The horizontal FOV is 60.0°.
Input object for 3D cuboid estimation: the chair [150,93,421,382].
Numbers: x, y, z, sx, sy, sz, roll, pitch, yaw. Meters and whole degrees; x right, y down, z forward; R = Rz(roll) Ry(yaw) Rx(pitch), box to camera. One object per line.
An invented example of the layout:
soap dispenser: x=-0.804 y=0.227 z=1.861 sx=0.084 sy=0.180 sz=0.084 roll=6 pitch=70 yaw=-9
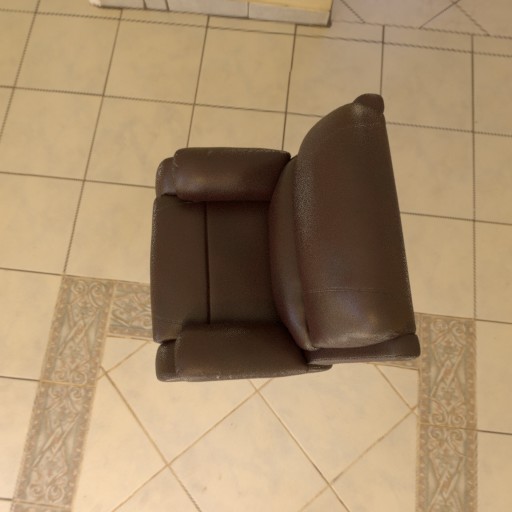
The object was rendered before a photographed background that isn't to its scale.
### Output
chair: x=0.000 y=0.000 z=1.743 sx=0.899 sy=1.011 sz=0.930 roll=-3 pitch=75 yaw=-1
